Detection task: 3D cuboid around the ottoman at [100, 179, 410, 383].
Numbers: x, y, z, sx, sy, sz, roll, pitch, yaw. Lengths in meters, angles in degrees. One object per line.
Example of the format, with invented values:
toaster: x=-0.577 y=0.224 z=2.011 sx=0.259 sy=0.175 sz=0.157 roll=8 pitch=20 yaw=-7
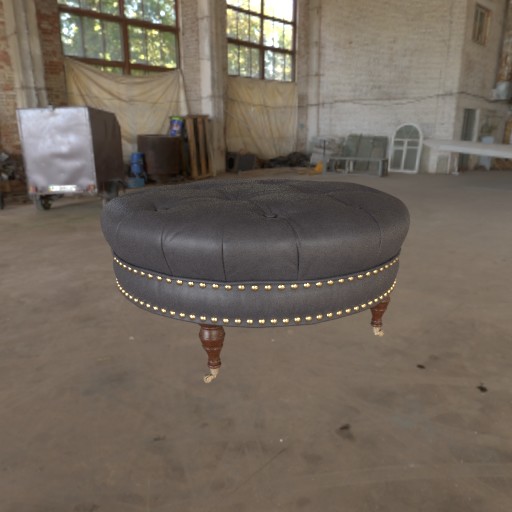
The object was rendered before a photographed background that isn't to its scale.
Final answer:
ottoman: x=0.000 y=0.000 z=1.392 sx=0.901 sy=0.439 sz=0.901 roll=0 pitch=16 yaw=0
